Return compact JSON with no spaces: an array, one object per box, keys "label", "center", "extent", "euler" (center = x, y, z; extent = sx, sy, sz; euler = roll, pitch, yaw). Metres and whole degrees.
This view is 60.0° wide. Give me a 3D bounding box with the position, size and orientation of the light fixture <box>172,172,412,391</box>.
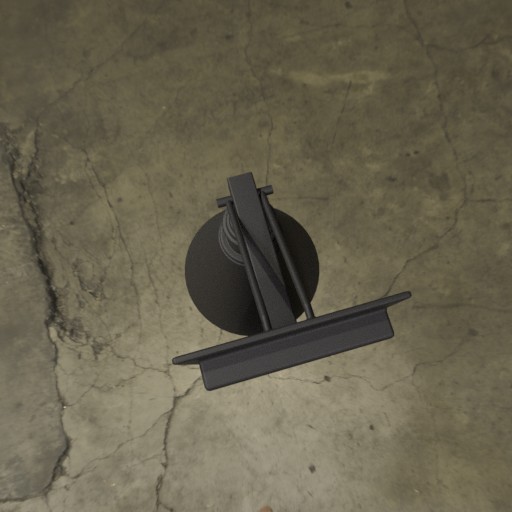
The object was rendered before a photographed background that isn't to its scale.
[{"label":"light fixture","center":[0.000,0.000,0.421],"extent":[0.170,0.298,0.207],"euler":[-15,77,-4]}]
